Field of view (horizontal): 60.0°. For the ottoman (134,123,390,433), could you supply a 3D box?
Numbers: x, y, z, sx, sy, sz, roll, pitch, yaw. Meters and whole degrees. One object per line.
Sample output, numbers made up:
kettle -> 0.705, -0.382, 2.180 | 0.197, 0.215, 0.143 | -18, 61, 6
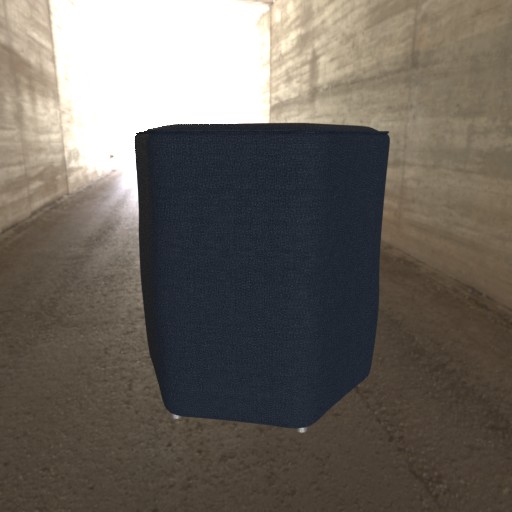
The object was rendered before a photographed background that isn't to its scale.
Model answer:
ottoman -> 0.000, 0.000, 0.898 | 0.454, 0.505, 0.492 | 14, 20, 42
